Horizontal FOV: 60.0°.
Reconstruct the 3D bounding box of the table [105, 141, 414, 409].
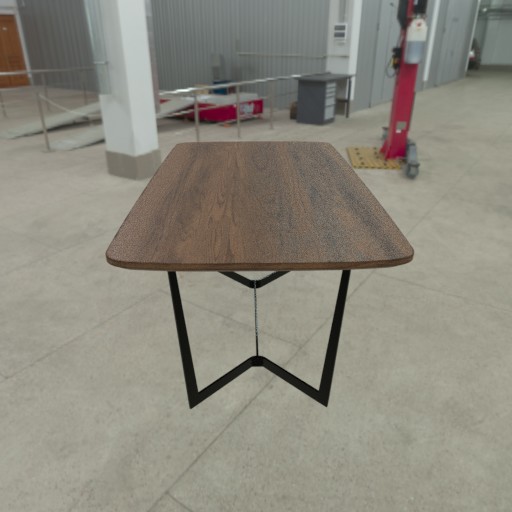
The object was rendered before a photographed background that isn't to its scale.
[{"bbox_3d":[0.000,0.000,2.164,0.949,0.765,1.643,0,26,-1],"label":"table"}]
